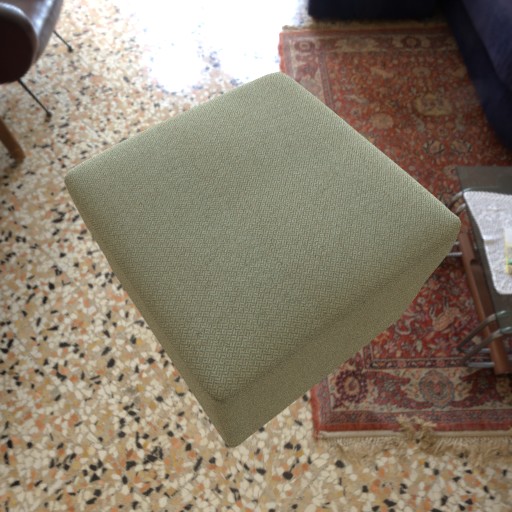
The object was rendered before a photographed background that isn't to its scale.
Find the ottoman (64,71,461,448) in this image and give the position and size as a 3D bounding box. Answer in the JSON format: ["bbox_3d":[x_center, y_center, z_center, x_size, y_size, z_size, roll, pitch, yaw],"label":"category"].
[{"bbox_3d":[0.000,0.000,0.931,0.512,0.453,0.521,-32,64,-18],"label":"ottoman"}]
